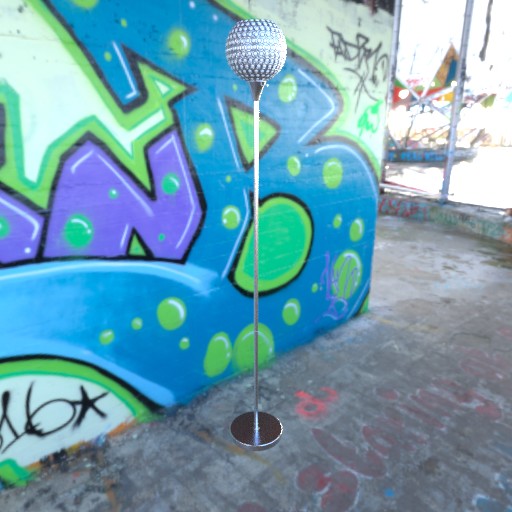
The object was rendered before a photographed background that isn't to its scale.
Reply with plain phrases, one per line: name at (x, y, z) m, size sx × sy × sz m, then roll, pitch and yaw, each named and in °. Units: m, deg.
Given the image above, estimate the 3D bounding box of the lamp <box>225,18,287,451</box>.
lamp at (0.000, 0.000, 1.901) m, size 0.254 × 1.805 × 0.254 m, roll 0°, pitch 17°, yaw 0°
